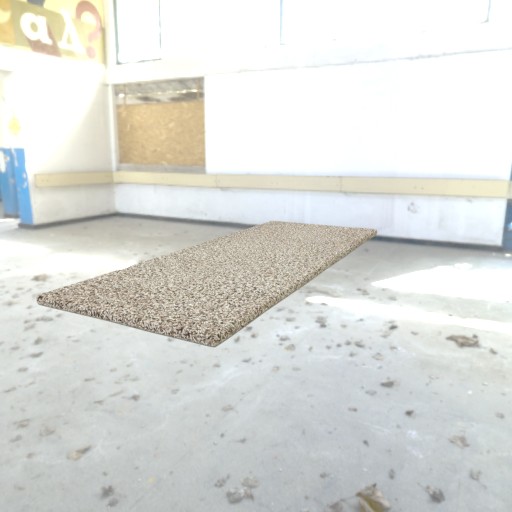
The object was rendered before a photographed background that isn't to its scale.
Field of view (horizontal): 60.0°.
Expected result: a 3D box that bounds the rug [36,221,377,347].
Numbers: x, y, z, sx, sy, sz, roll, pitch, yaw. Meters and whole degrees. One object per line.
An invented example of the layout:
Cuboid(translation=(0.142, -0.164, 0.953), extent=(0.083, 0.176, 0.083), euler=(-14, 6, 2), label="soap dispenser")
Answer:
Cuboid(translation=(0.000, 0.000, 1.767), extent=(0.609, 0.030, 1.524), euler=(7, 15, 27), label="rug")
